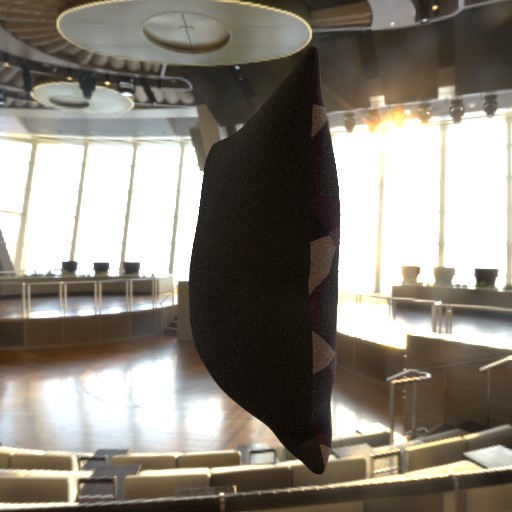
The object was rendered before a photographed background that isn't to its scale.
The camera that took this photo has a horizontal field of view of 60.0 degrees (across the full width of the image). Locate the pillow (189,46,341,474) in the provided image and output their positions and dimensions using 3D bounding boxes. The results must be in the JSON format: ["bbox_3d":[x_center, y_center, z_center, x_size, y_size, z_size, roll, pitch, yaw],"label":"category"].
[{"bbox_3d":[0.000,0.000,0.740,0.208,0.496,0.503,0,2,-19],"label":"pillow"}]
